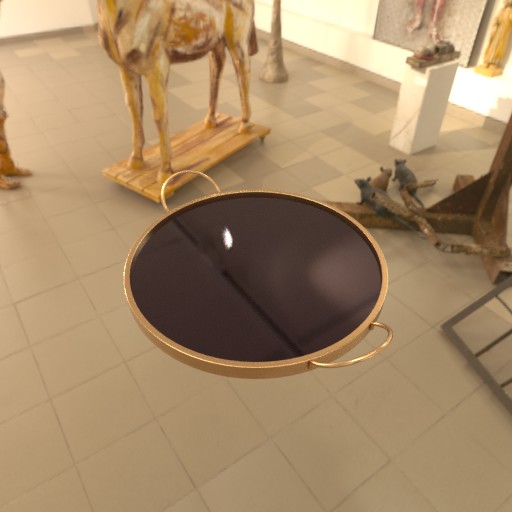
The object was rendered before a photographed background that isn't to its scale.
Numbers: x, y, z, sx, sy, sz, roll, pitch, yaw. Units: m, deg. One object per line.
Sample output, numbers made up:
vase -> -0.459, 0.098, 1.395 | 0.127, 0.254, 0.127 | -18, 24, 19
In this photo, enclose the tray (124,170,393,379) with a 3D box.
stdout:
tray -> 0.000, 0.000, 0.748 | 0.438, 0.069, 0.543 | -25, 47, -26
